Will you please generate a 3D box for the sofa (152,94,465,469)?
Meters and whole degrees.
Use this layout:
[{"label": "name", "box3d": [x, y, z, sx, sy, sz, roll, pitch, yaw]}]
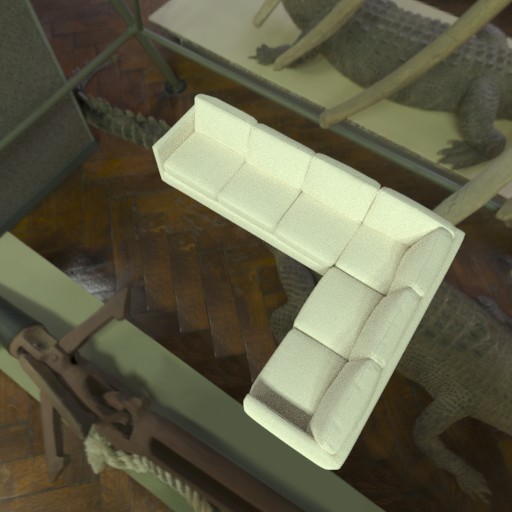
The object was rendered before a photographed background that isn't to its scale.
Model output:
[{"label": "sofa", "box3d": [0.000, 0.000, 4.507, 3.302, 0.947, 2.593, 31, 68, 15]}]
